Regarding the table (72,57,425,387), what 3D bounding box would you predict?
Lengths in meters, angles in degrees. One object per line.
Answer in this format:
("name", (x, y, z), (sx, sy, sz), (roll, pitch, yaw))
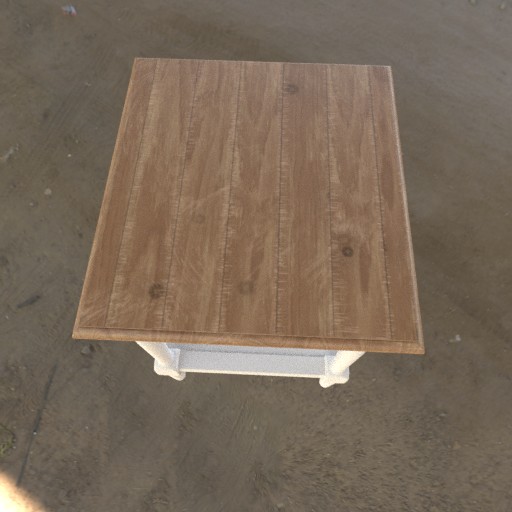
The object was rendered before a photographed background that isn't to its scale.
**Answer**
("table", (0.000, 0.000, 0.923), (0.457, 0.561, 0.508), (2, 65, 1))
